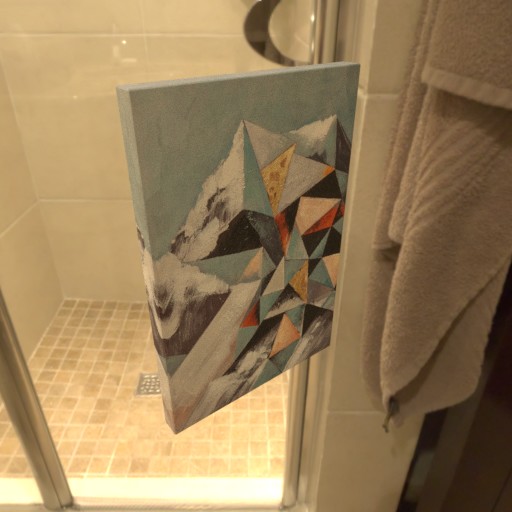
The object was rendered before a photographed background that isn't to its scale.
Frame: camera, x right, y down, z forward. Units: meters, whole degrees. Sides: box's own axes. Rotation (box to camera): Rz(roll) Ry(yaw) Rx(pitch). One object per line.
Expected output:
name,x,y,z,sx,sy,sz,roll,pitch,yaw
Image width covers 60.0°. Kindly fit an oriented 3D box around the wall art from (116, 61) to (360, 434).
wall art,0.000,0.000,1.182,0.609,0.911,0.061,-21,36,-32
